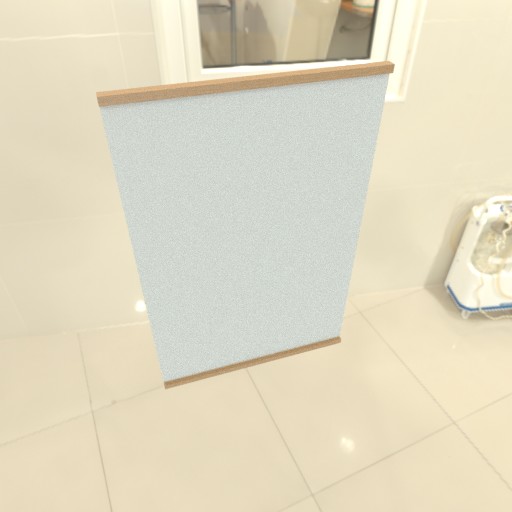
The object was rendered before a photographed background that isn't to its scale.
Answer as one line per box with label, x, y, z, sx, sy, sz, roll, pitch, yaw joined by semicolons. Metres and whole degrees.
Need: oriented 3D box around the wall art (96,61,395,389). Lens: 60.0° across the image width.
wall art;0.000;0.000;0.647;0.335;0.510;0.013;-12;42;-13
